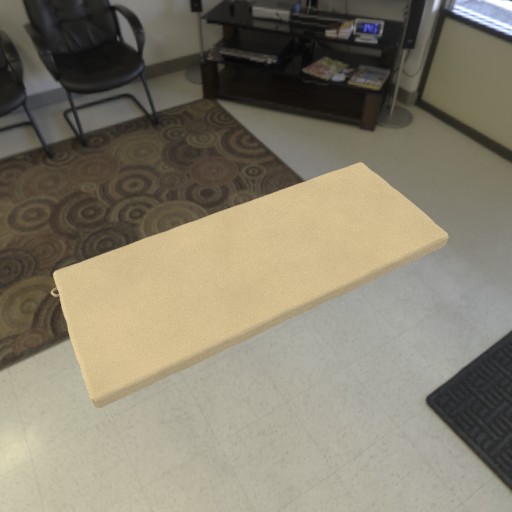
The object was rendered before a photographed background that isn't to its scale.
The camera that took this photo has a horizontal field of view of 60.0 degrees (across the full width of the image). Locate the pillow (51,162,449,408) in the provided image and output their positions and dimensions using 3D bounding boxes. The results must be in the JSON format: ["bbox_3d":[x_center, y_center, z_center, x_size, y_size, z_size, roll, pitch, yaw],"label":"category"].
[{"bbox_3d":[0.000,0.000,1.382,1.187,0.081,0.492,-22,51,-19],"label":"pillow"}]
